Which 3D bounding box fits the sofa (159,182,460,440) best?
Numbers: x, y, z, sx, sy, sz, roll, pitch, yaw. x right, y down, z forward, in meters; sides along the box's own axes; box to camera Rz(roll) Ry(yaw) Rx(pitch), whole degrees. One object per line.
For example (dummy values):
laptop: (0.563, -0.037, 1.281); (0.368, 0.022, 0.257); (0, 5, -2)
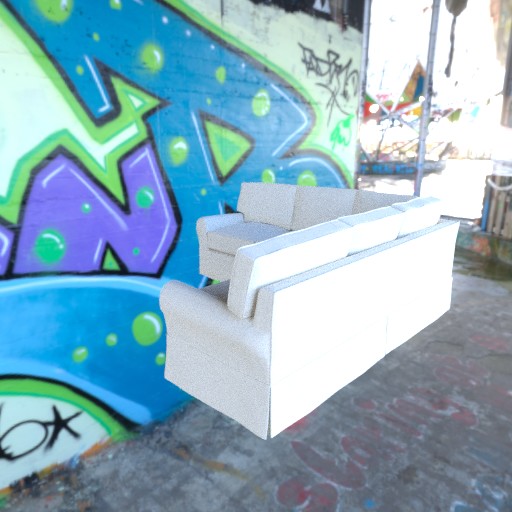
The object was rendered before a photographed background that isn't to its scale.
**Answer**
sofa: (0.000, 0.000, 3.961); (2.591, 1.070, 2.597); (14, 21, 41)
